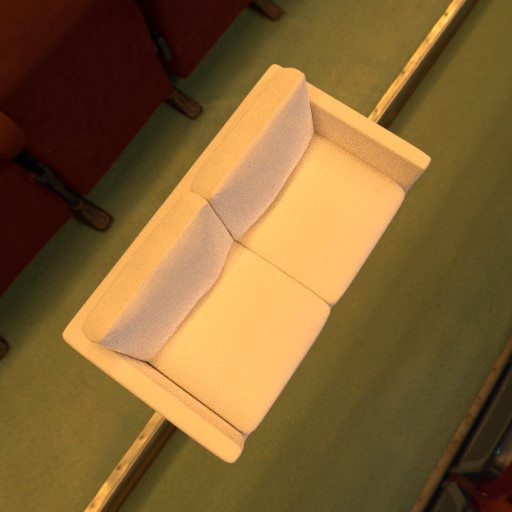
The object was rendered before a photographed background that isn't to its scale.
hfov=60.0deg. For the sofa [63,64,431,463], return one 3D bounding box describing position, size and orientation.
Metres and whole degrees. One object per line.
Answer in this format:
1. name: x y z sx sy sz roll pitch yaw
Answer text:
1. sofa: 0.000 0.000 2.271 0.964 0.888 1.702 34 79 8
